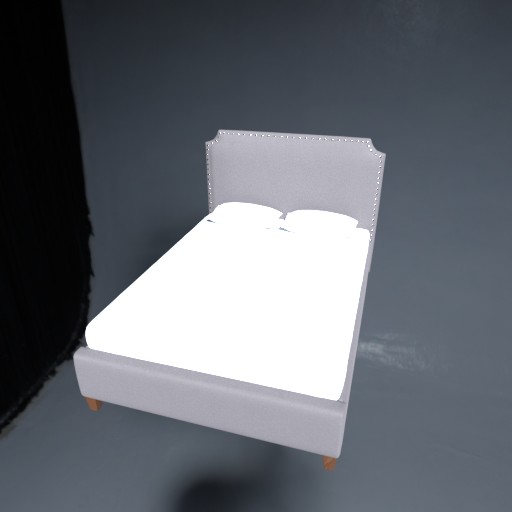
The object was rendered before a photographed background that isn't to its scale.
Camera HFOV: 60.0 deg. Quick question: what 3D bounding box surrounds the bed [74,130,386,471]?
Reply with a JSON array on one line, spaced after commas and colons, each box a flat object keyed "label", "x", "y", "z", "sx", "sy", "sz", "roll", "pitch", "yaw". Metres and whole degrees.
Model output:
[{"label": "bed", "x": 0.000, "y": 0.000, "z": 3.431, "sx": 1.713, "sy": 1.443, "sz": 2.372, "roll": 8, "pitch": 27, "yaw": 15}]
